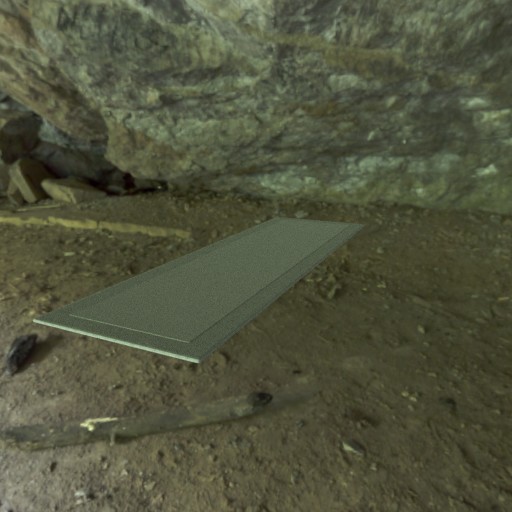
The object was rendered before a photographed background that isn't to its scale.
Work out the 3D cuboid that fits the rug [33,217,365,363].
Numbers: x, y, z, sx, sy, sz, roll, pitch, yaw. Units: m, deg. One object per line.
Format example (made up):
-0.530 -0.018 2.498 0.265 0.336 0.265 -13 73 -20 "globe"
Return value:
0.000 0.000 2.611 0.759 0.012 2.430 7 17 24 "rug"
